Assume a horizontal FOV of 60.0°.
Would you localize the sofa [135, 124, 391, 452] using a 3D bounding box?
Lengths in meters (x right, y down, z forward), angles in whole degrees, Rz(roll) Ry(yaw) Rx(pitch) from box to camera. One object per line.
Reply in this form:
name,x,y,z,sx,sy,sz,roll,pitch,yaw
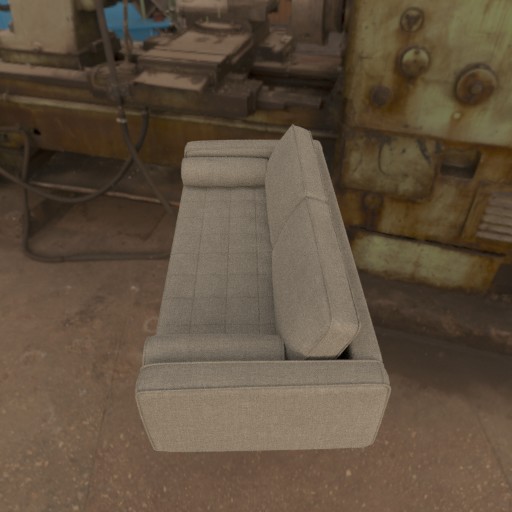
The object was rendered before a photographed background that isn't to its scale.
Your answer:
sofa,0.000,0.000,2.333,0.914,0.762,1.879,-1,41,-1
